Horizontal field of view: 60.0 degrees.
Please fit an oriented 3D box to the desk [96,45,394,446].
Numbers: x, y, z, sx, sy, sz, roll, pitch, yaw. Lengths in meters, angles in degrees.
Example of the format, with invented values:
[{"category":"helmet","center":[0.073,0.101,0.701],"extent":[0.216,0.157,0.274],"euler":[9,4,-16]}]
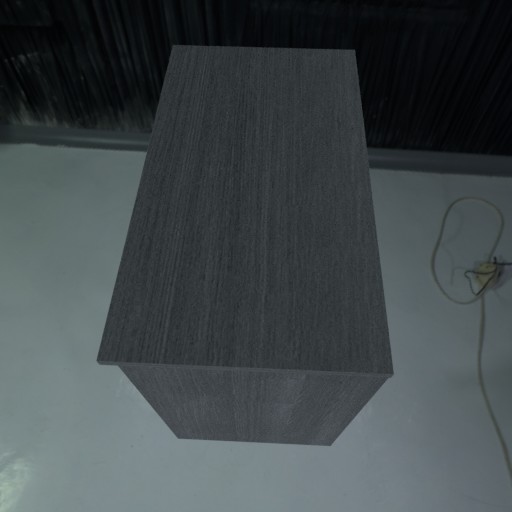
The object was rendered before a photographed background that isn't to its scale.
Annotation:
[{"category":"desk","center":[0.000,0.000,1.282],"extent":[0.498,0.724,0.893],"euler":[2,58,1]}]
